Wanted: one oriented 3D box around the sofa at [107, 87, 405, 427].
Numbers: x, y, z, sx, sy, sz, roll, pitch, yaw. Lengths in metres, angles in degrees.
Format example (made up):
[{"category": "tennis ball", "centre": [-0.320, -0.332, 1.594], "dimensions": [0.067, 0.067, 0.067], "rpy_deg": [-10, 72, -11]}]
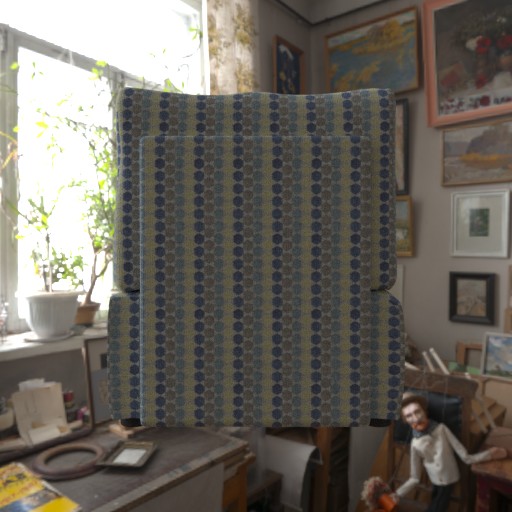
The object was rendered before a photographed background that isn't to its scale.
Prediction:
[{"category": "sofa", "centre": [0.000, 0.000, 1.513], "dimensions": [0.700, 0.820, 1.000], "rpy_deg": [0, 0, 0]}]
